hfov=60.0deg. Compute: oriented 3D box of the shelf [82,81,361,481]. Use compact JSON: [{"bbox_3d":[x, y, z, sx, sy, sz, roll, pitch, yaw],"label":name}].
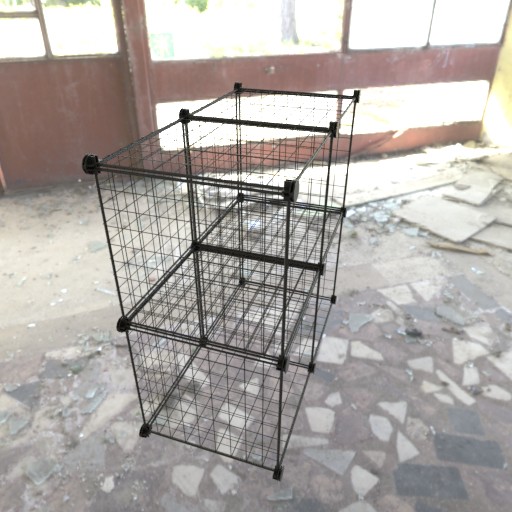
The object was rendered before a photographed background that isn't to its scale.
[{"bbox_3d":[0.000,0.000,1.136,0.356,0.711,0.711,10,33,16],"label":"shelf"}]
